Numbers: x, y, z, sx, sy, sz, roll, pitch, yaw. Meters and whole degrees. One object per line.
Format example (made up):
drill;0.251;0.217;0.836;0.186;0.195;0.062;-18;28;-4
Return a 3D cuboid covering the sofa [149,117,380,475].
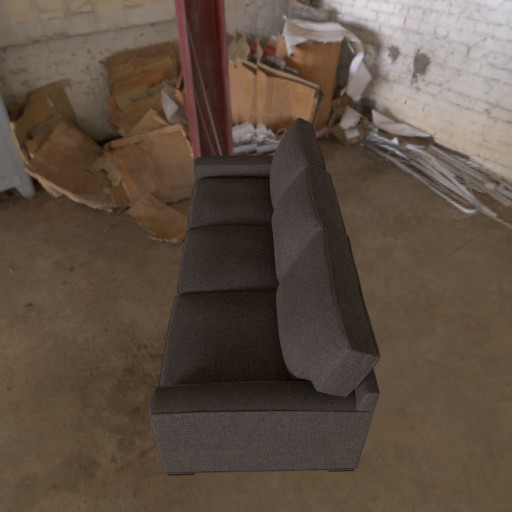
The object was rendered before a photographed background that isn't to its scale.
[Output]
sofa;0.000;0.000;2.880;1.004;0.978;2.369;-1;40;-1
